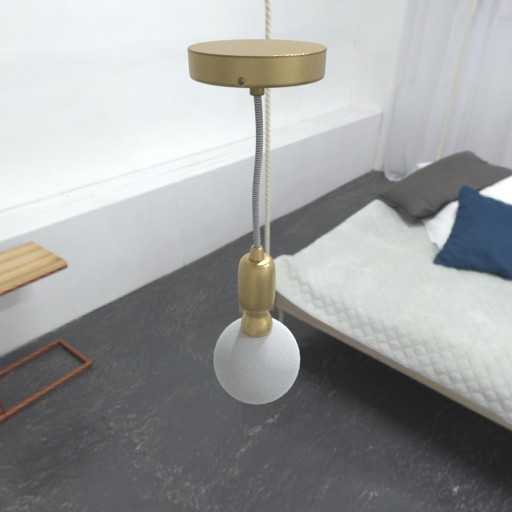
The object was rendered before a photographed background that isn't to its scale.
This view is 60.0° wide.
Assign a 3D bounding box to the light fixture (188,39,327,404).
[{"bbox_3d":[0.000,0.000,0.593,0.146,0.510,0.147,12,33,19],"label":"light fixture"}]
